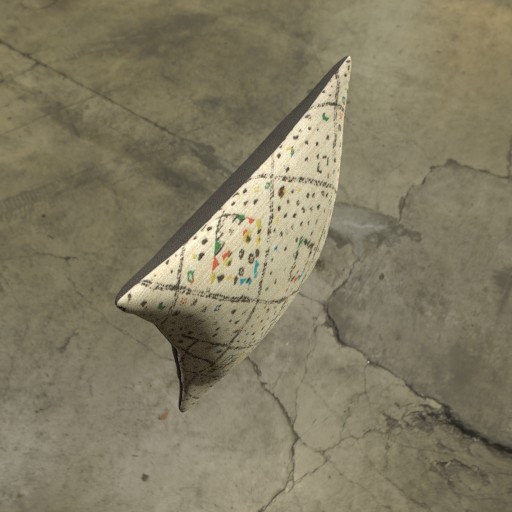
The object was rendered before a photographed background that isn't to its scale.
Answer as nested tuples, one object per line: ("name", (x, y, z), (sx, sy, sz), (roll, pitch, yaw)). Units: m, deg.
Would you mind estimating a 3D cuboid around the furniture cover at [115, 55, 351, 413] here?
("furniture cover", (0.000, 0.000, 0.789), (0.180, 0.498, 0.525), (31, 63, 18))
